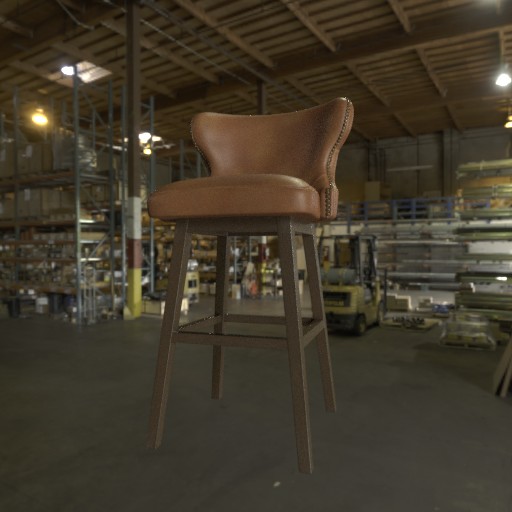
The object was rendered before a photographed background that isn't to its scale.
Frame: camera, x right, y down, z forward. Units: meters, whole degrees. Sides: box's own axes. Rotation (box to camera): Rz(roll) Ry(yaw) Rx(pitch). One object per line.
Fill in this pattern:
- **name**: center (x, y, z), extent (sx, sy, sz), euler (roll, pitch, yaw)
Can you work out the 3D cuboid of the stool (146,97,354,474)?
- **stool**: center (0.000, 0.000, 1.436), extent (0.591, 1.087, 0.606), euler (0, 0, 18)
